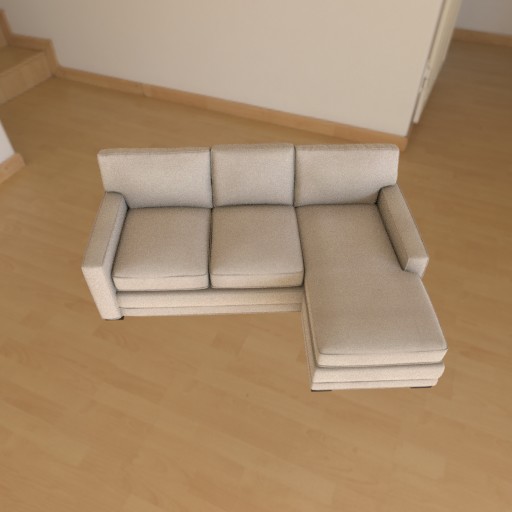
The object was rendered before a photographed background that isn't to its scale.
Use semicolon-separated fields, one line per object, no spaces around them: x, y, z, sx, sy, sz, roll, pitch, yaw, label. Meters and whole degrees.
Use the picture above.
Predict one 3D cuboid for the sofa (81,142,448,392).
0.000;0.000;2.840;2.087;0.861;1.496;-2;46;-1;sofa
